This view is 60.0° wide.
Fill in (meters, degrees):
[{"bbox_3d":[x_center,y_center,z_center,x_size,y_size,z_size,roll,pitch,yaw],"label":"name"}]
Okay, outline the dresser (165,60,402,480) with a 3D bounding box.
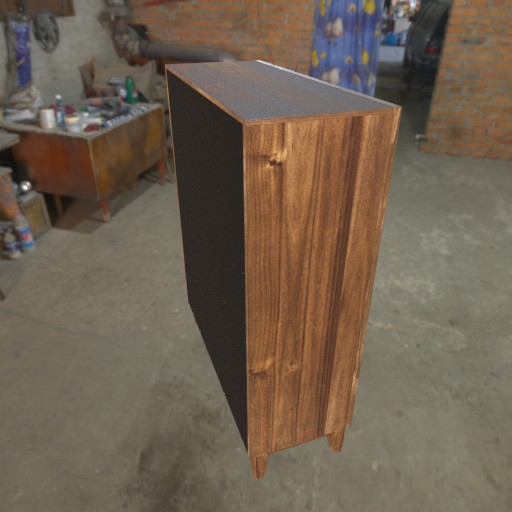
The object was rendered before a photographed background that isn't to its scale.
[{"bbox_3d":[0.000,0.000,1.868,0.442,1.393,1.062,-10,32,-17],"label":"dresser"}]
